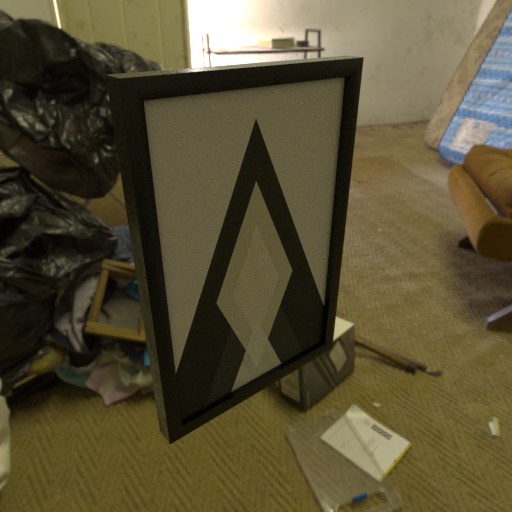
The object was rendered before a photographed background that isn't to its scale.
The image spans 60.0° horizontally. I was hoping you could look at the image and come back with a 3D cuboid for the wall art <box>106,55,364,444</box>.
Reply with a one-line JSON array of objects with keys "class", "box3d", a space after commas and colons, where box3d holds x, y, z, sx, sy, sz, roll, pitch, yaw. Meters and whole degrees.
[{"class": "wall art", "box3d": [0.000, 0.000, 0.574, 0.313, 0.457, 0.031, -21, 35, -33]}]
